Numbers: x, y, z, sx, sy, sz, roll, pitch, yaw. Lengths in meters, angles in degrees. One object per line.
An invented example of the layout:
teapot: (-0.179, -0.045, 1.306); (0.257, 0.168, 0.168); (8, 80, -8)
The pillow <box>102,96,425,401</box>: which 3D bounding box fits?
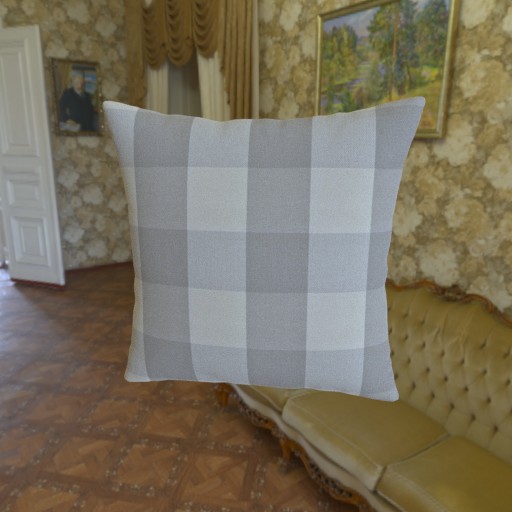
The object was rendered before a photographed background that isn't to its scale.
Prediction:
pillow: (0.000, 0.000, 0.757); (0.511, 0.509, 0.161); (2, 14, 8)
